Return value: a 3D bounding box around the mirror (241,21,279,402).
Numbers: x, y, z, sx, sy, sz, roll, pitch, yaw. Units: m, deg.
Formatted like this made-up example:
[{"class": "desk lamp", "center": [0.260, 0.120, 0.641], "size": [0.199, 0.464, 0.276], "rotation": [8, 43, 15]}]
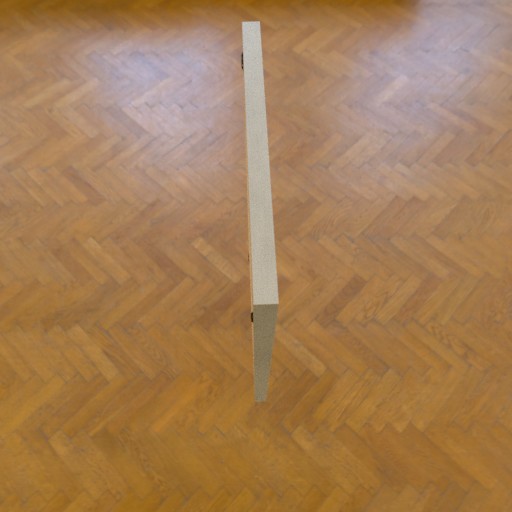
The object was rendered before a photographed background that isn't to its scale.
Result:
[{"class": "mirror", "center": [0.000, 0.000, 1.174], "size": [0.041, 0.915, 0.609], "rotation": [-2, 64, -1]}]
